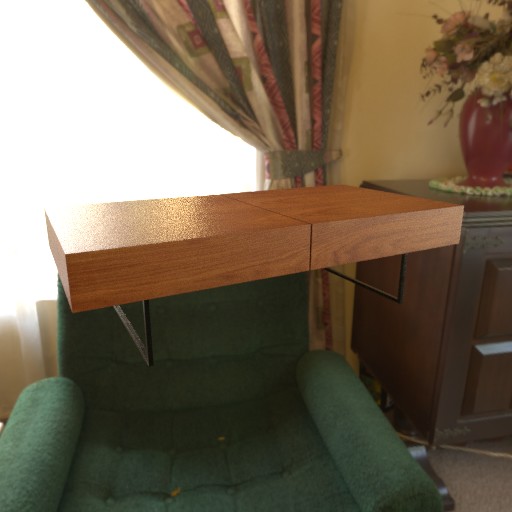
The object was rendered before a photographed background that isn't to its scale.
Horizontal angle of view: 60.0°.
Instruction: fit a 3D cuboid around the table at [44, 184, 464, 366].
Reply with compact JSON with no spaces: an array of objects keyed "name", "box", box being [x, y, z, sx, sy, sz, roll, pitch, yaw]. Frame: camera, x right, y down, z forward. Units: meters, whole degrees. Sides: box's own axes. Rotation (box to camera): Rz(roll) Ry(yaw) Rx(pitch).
[{"name":"table","box":[0.000,0.000,1.460,1.194,0.330,0.610,-9,18,-27]}]
